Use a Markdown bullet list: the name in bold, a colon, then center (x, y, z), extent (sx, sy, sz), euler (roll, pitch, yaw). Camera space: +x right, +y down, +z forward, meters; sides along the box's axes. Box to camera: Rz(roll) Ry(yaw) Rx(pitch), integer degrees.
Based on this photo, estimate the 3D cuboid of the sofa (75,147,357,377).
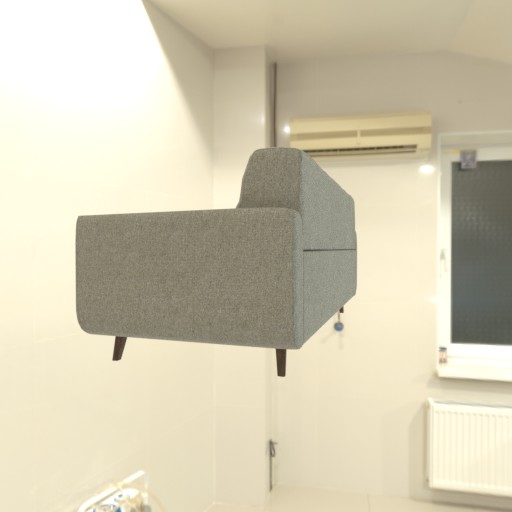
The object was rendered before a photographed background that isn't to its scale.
- **sofa**: center (0.000, 0.000, 2.609), extent (0.968, 0.873, 2.055), euler (0, 1, 18)
